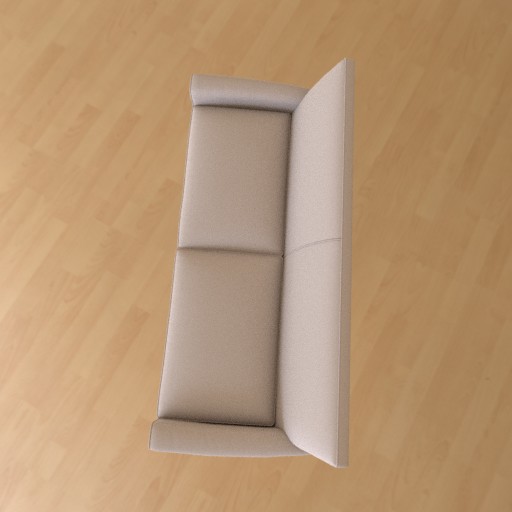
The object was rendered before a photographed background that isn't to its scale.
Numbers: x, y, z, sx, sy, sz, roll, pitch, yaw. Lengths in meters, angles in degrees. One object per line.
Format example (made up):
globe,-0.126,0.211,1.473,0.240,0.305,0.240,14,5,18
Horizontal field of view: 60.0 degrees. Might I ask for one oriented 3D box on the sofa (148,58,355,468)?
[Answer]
sofa,0.000,0.000,2.410,0.875,0.846,2.000,4,76,1
